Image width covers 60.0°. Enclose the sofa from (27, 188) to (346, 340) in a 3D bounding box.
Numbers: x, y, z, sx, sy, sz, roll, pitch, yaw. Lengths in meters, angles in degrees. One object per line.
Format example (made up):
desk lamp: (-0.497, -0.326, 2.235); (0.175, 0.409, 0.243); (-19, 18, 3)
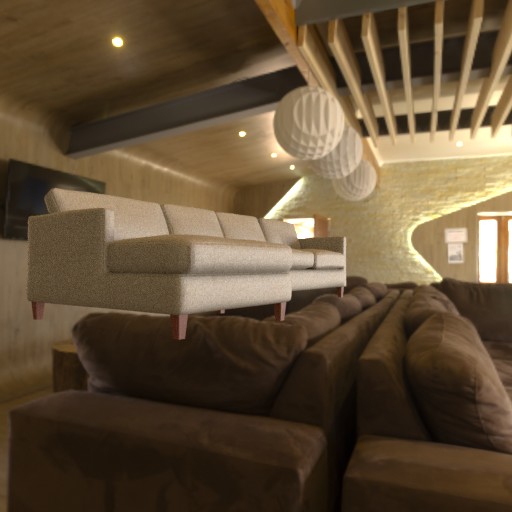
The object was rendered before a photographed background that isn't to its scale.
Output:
sofa: (0.000, 0.000, 3.778); (1.502, 0.876, 3.201); (-1, -1, 36)
